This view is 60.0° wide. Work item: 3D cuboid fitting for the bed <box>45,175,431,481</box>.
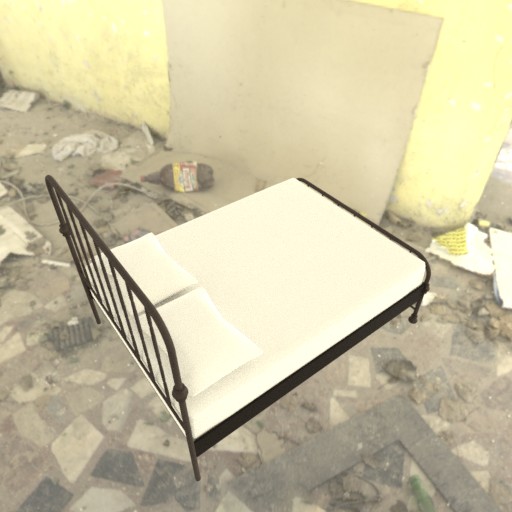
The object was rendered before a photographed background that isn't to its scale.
[{"bbox_3d":[0.000,0.000,3.153,2.134,1.446,1.616,-27,48,-27],"label":"bed"}]
